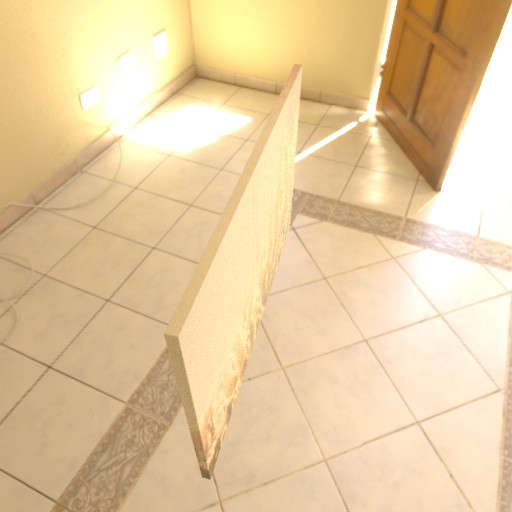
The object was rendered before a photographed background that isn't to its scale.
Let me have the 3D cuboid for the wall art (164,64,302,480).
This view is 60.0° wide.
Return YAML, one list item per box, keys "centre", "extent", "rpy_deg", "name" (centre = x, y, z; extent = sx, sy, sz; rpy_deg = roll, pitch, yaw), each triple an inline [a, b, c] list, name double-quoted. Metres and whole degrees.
- centre: [0.000, 0.000, 1.896]
  extent: [0.038, 1.012, 1.525]
  rpy_deg: [11, 47, 10]
  name: "wall art"
